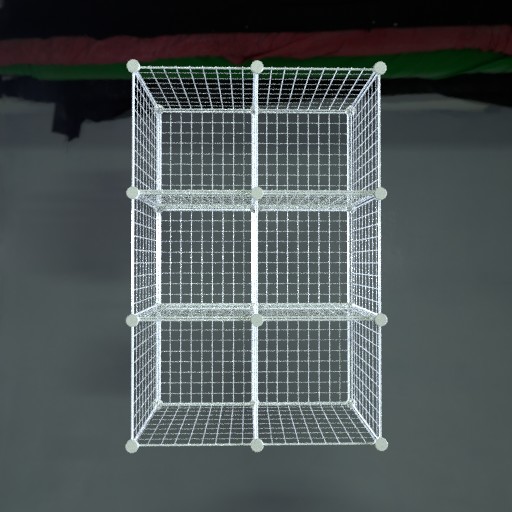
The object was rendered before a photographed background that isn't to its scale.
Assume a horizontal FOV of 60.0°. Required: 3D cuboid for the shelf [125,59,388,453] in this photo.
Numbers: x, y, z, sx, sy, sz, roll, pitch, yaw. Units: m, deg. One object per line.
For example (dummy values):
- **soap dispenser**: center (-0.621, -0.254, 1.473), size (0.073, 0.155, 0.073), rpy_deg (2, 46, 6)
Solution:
- **shelf**: center (0.000, 0.000, 1.385), size (0.711, 1.067, 0.356), rpy_deg (0, -1, -1)
